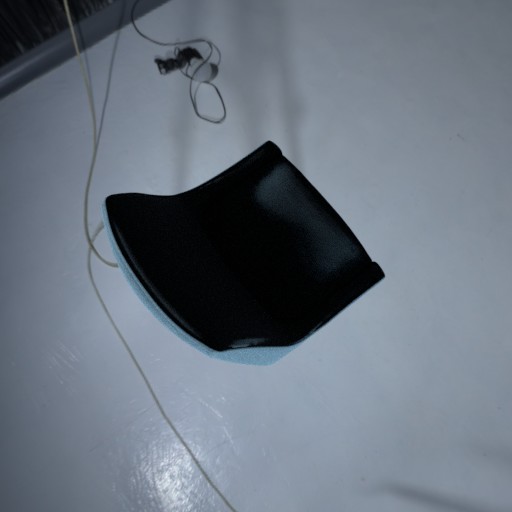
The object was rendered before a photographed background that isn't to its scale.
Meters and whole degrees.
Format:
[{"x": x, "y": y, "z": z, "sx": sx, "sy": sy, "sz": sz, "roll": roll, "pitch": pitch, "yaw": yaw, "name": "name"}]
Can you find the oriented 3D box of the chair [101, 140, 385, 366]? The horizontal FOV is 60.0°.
[{"x": 0.000, "y": 0.000, "z": 1.223, "sx": 0.544, "sy": 0.861, "sz": 0.529, "roll": -37, "pitch": 79, "yaw": -8, "name": "chair"}]
